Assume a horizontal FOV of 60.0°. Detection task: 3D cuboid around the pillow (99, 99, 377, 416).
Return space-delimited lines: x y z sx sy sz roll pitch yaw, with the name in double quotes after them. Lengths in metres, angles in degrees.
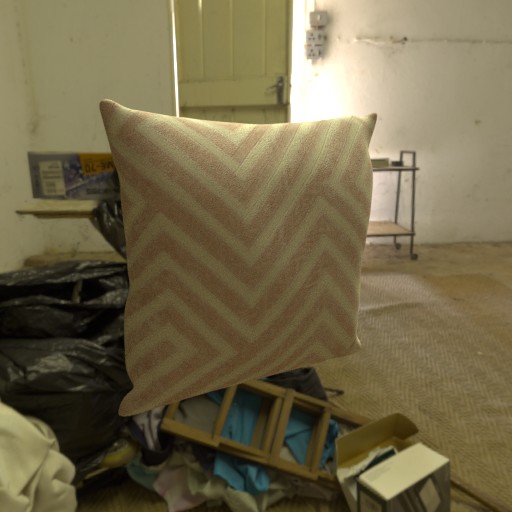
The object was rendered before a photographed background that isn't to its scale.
0.000 0.000 0.678 0.440 0.441 0.182 -7 17 -25 "pillow"
